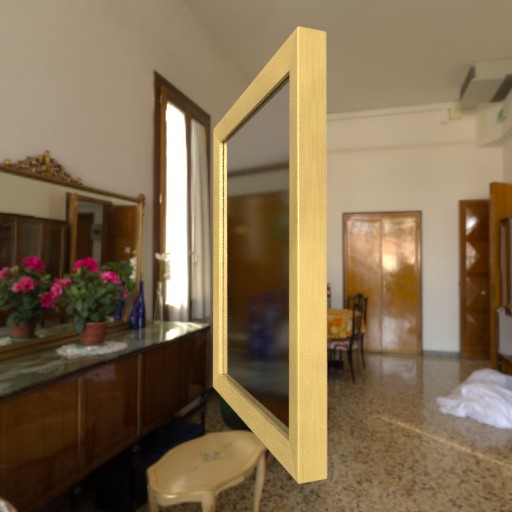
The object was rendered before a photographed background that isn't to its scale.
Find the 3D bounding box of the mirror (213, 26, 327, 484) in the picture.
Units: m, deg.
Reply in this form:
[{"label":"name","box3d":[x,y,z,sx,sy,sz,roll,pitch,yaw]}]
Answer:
[{"label":"mirror","box3d":[0.000,0.000,0.689,0.041,0.508,0.405,0,-1,-19]}]
